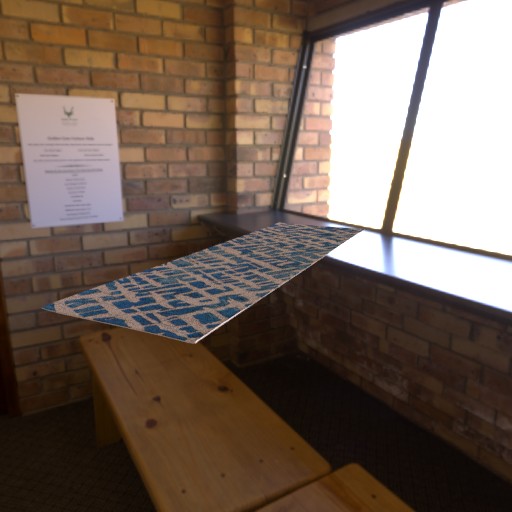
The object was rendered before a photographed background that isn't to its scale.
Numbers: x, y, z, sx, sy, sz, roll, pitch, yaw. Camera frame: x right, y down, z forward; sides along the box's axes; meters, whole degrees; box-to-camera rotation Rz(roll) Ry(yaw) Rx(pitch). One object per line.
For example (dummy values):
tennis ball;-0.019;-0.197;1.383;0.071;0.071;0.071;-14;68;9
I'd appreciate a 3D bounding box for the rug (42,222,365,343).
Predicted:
rug;0.000;0.000;2.737;0.768;0.011;2.446;7;15;26
